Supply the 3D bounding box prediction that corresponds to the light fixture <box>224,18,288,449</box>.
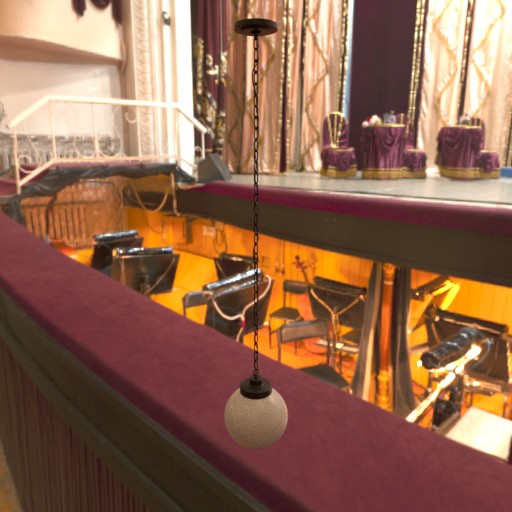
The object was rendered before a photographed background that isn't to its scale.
[{"bbox_3d":[0.000,0.000,1.951,0.304,1.867,0.305,12,18,43],"label":"light fixture"}]
